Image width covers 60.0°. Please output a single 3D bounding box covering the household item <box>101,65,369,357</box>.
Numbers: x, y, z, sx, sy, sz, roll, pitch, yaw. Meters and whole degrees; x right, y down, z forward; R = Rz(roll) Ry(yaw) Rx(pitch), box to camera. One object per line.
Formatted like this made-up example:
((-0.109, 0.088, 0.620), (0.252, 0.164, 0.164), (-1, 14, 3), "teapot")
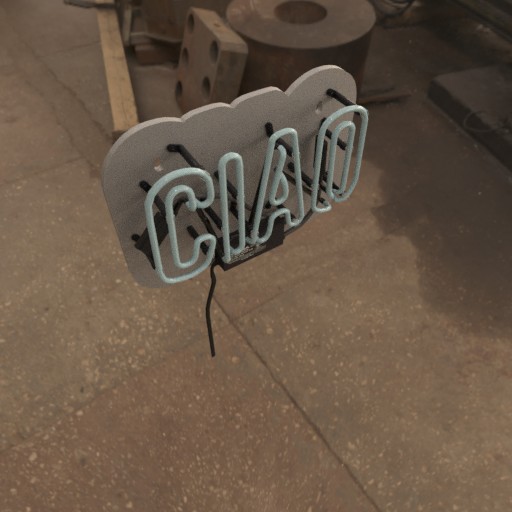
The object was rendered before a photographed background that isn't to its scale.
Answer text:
((0.000, 0.000, 0.397), (0.211, 0.294, 0.042), (-25, 53, -21), "household item")
